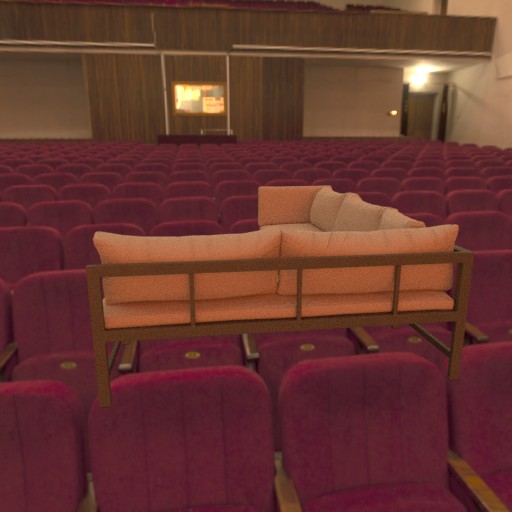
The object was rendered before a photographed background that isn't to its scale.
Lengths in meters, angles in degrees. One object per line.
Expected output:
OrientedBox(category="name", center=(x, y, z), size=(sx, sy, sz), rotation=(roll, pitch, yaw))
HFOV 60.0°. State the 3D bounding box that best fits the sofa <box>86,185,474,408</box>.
OrientedBox(category="sofa", center=(0.000, 0.000, 2.919), size=(1.658, 0.758, 2.096), rotation=(-2, 14, -8))
